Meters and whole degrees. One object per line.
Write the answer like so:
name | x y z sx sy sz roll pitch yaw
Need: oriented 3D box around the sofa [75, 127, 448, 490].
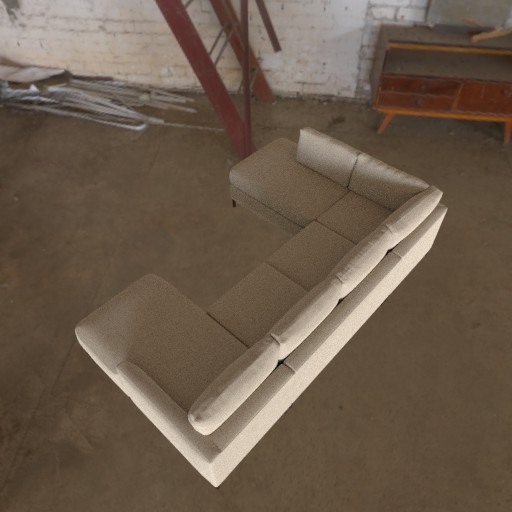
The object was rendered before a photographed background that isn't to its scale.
sofa | 0.000 0.000 3.783 1.989 0.862 2.984 34 56 27
